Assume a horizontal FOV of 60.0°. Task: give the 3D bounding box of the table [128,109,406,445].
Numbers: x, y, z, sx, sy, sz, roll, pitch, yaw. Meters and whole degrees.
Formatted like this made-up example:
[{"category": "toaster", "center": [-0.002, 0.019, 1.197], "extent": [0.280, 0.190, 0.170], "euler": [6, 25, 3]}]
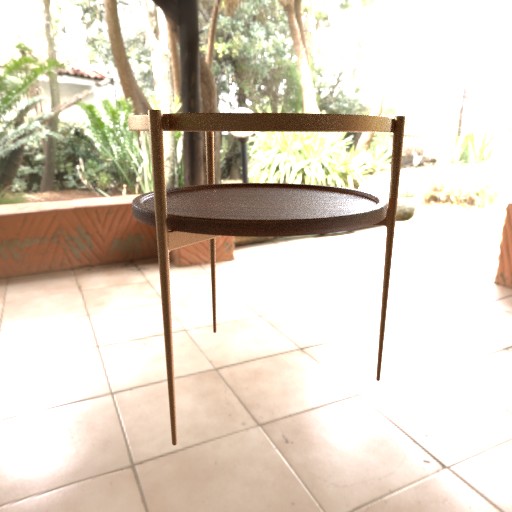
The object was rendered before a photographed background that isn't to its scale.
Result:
[{"category": "table", "center": [0.000, 0.000, 0.814], "extent": [0.430, 0.493, 0.456], "euler": [-8, 17, -26]}]
